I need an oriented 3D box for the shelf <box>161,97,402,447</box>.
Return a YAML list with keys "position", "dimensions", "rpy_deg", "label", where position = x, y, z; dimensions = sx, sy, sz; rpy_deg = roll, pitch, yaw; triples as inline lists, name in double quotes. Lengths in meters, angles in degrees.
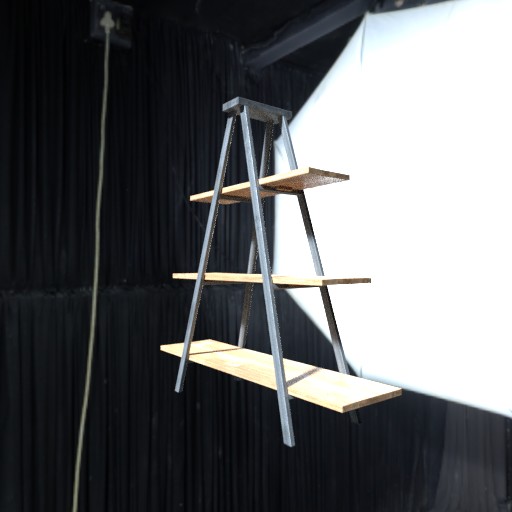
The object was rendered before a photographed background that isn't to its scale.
- position: [0.000, 0.000, 2.706]
  dimensions: [0.508, 1.808, 1.746]
  rpy_deg: [1, -1, -38]
  label: "shelf"
